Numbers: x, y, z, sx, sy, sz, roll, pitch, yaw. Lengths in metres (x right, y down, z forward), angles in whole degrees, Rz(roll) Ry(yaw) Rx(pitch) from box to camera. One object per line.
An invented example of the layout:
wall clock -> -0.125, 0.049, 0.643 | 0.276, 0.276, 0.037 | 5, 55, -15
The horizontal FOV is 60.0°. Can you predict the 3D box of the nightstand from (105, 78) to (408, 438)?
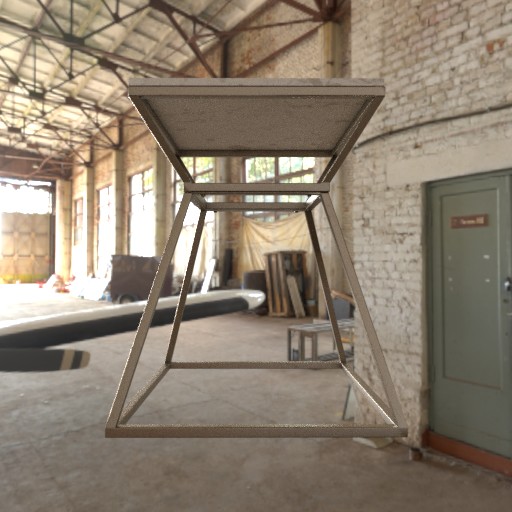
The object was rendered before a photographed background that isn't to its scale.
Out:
nightstand -> 0.000, 0.000, 0.896 | 0.455, 0.554, 0.455 | 0, -1, 0
